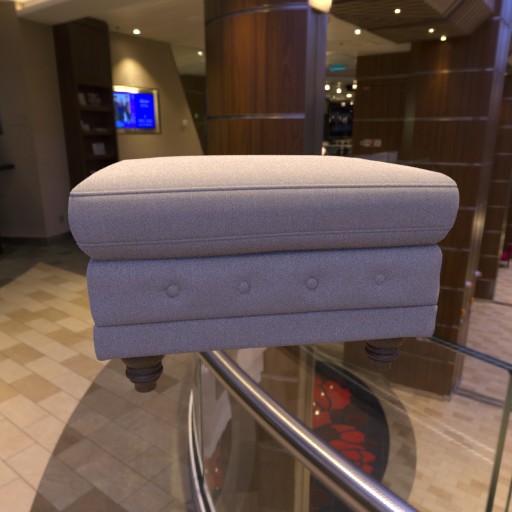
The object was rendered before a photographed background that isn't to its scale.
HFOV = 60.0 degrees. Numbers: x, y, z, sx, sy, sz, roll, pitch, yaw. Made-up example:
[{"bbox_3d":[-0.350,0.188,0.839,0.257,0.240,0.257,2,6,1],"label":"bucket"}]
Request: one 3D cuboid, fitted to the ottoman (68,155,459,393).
[{"bbox_3d":[0.000,0.000,1.142,0.771,0.500,0.569,-3,16,-9],"label":"ottoman"}]
